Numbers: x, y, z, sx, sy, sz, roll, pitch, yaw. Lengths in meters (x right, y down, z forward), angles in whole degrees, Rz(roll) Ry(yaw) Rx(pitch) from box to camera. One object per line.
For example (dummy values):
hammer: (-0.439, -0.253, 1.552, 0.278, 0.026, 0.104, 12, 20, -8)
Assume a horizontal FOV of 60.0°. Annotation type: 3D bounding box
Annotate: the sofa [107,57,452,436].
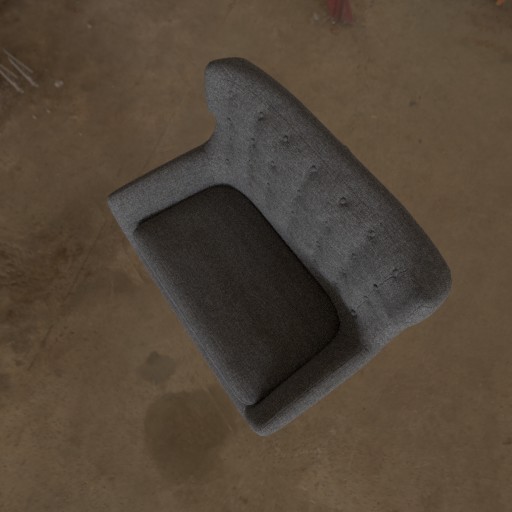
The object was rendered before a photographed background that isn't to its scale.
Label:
sofa: (0.000, 0.000, 2.043, 0.874, 1.028, 1.358, -32, 69, -14)
